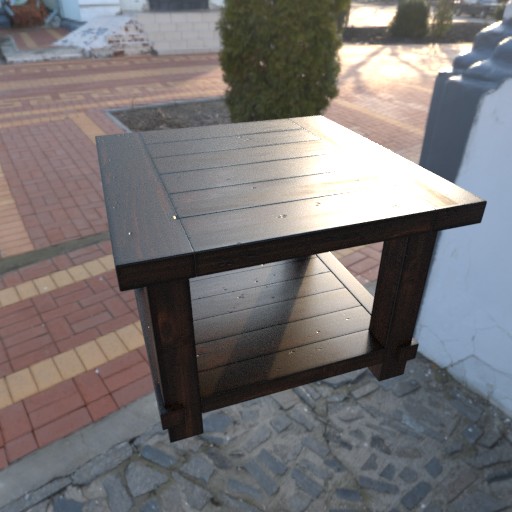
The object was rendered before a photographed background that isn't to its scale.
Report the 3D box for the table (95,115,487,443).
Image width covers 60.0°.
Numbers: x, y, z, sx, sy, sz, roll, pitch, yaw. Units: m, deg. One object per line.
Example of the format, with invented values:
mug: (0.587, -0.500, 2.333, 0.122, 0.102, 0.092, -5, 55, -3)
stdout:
table: (0.000, 0.000, 1.000, 0.593, 0.437, 0.606, -10, 33, -17)
